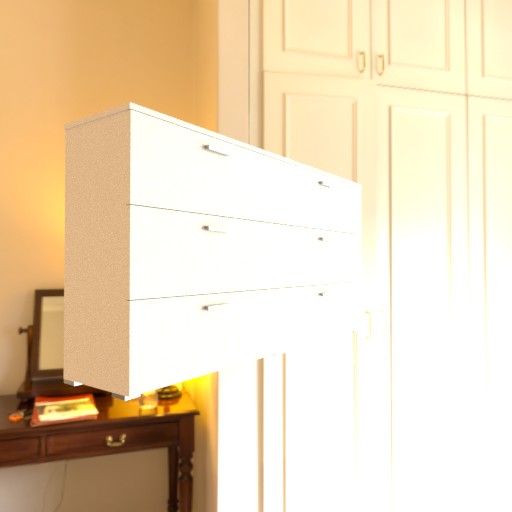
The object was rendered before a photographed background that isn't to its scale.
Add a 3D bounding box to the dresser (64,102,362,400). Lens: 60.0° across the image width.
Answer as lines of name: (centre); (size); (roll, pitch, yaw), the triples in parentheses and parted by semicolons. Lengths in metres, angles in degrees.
dresser: (0.000, 0.000, 1.873); (0.333, 0.790, 1.535); (-1, -1, 36)
